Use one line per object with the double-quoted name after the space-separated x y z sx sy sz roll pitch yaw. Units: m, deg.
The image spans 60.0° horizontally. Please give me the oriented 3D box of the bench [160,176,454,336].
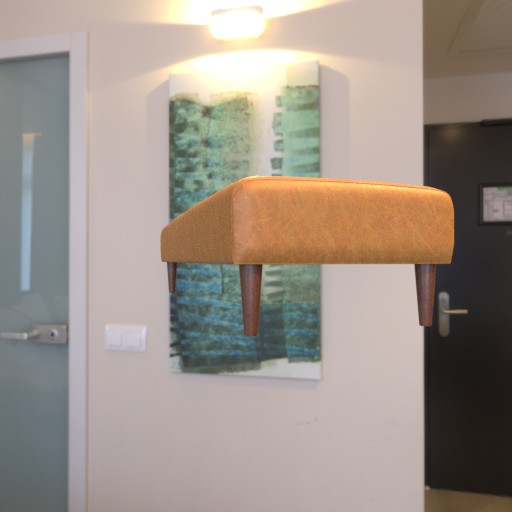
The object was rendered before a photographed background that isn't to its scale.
0.000 0.000 1.859 0.653 0.399 1.610 0 -1 -18 "bench"
